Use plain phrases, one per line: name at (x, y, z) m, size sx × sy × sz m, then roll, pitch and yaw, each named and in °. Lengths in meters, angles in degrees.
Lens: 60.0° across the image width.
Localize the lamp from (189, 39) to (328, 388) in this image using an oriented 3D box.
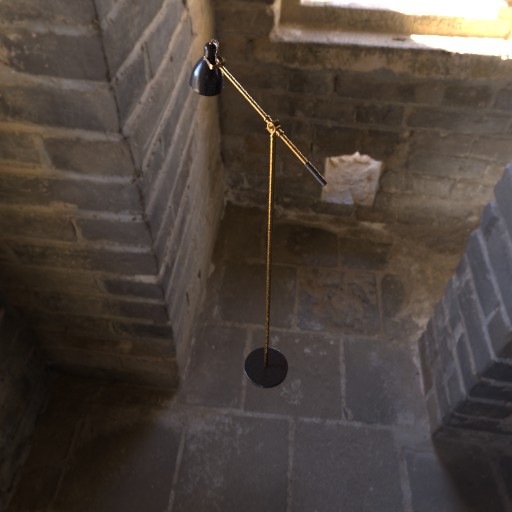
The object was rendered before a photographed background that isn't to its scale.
lamp at (0.000, 0.000, 1.852) m, size 0.235 × 1.628 × 0.618 m, roll -33°, pitch 54°, yaw -27°
